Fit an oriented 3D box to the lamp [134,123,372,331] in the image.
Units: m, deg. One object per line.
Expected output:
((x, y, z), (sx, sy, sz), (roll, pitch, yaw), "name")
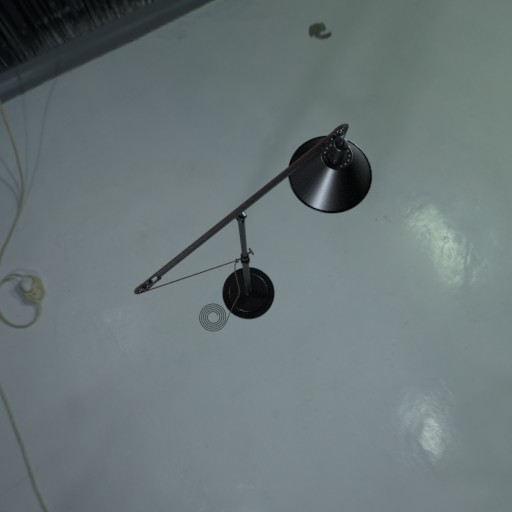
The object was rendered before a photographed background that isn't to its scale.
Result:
((0.000, 0.000, 1.941), (0.904, 1.626, 0.319), (-33, 78, -8), "lamp")
